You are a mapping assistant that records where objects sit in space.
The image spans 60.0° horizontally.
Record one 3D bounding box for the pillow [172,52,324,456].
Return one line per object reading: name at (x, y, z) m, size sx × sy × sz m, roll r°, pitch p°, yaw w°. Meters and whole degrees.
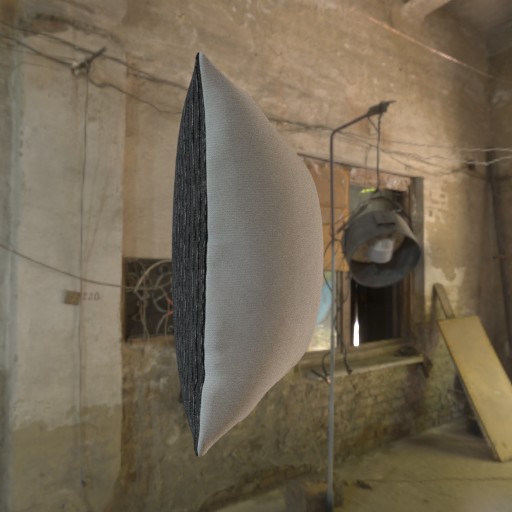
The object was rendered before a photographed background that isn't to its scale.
pillow at (0.000, 0.000, 0.675) m, size 0.196 × 0.434 × 0.433 m, roll 0°, pitch -1°, yaw 17°
